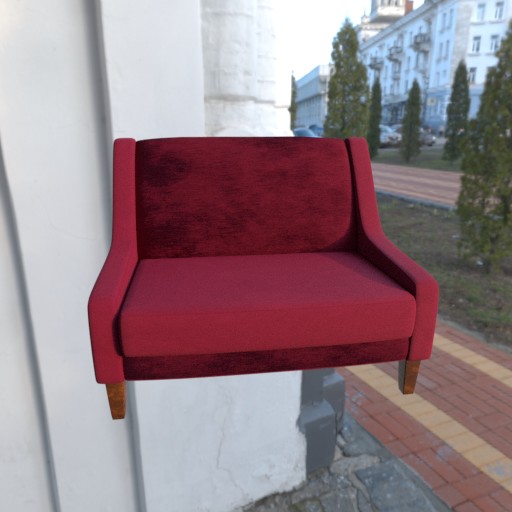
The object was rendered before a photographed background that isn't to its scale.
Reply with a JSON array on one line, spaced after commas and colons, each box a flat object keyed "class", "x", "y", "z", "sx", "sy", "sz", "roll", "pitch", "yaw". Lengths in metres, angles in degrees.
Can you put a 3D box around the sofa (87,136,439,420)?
[{"class": "sofa", "x": 0.000, "y": 0.000, "z": 1.910, "sx": 1.242, "sy": 0.976, "sz": 0.946, "roll": -2, "pitch": 16, "yaw": -8}]
